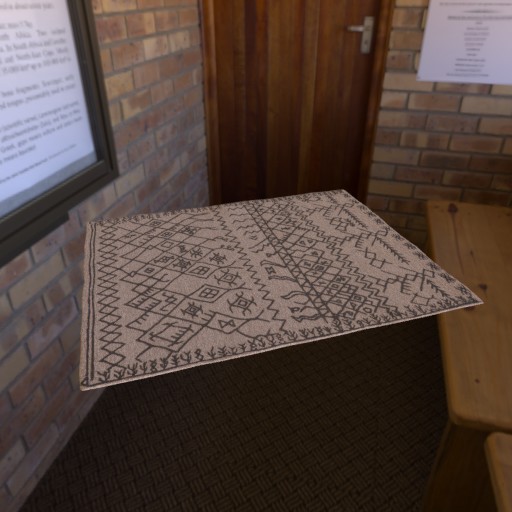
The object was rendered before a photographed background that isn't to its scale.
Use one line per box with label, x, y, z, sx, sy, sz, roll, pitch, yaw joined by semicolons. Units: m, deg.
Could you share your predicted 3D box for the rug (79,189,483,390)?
rug;0.000;0.000;3.310;2.455;0.025;1.964;-9;32;-15
